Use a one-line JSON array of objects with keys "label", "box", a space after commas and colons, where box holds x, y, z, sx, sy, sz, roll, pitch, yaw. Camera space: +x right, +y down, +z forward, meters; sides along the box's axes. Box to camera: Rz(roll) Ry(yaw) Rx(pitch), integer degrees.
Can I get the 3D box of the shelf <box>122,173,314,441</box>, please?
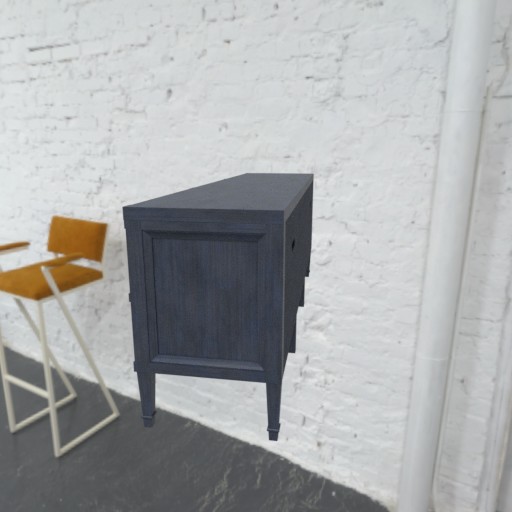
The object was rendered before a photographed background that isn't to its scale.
[{"label": "shelf", "box": [0.000, 0.000, 2.209, 0.471, 0.715, 1.878, 2, 14, 9]}]
